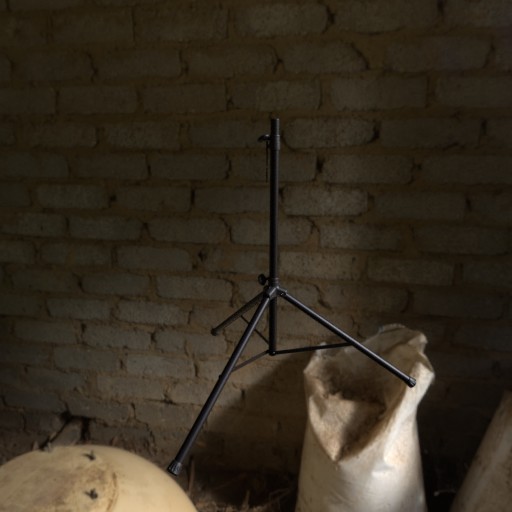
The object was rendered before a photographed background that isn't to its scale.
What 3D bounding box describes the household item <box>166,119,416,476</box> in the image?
[{"bbox_3d":[0.000,0.000,2.721,1.596,1.595,1.339,-8,17,-27],"label":"household item"}]
